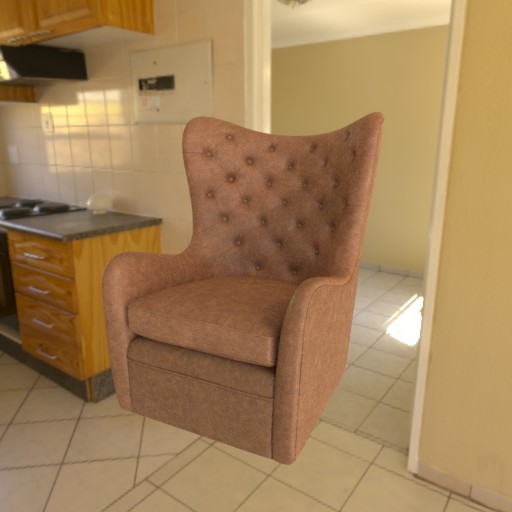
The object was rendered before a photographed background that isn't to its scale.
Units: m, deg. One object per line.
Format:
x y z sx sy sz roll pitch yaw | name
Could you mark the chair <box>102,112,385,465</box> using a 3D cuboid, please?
0.000 0.000 1.735 0.831 1.079 0.930 7 17 25 | chair
